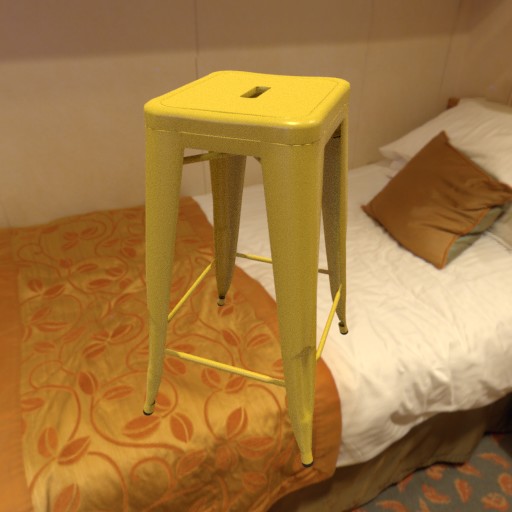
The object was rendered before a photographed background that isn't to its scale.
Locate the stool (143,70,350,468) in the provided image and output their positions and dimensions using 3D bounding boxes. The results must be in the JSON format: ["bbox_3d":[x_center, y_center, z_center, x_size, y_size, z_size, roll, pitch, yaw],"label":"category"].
[{"bbox_3d":[0.000,0.000,0.849,0.359,0.609,0.399,11,34,16],"label":"stool"}]
